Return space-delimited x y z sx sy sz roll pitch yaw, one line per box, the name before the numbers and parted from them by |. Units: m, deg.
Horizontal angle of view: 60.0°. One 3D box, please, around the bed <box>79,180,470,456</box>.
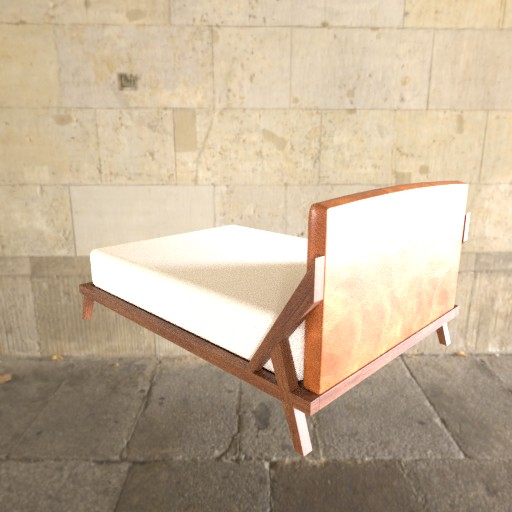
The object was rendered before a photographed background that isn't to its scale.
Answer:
bed | 0.000 0.000 3.205 2.311 1.168 1.651 14 20 43
